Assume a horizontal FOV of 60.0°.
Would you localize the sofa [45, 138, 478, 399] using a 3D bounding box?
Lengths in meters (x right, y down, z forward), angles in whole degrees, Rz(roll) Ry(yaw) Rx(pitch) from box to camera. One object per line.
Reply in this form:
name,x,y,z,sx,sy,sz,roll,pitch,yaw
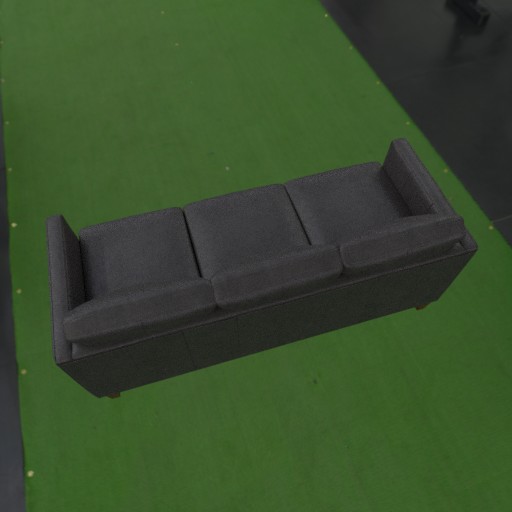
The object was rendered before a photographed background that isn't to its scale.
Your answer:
sofa,0.000,0.000,2.941,2.464,1.006,1.045,-14,59,-9
